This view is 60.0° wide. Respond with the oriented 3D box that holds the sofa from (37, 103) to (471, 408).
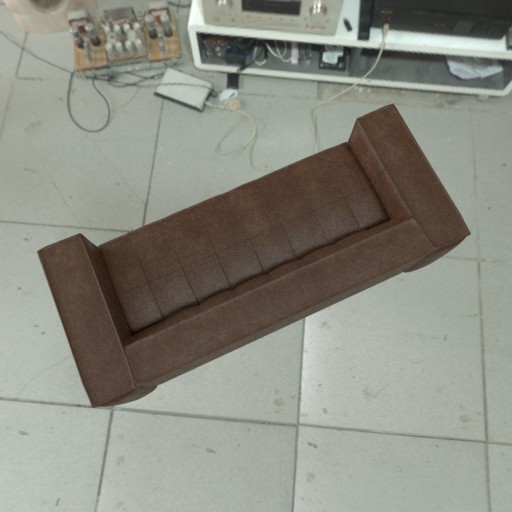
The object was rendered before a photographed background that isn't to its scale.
[{"bbox_3d":[0.000,0.000,3.104,2.581,0.701,1.102,-24,76,-6],"label":"sofa"}]
